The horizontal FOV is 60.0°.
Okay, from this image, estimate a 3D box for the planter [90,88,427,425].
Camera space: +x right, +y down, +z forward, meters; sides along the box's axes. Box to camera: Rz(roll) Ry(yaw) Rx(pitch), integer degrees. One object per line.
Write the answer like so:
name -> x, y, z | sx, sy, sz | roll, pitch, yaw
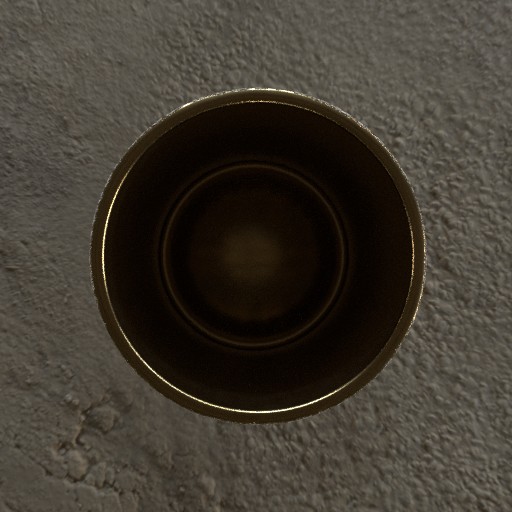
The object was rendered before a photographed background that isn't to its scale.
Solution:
planter -> 0.000, 0.000, 0.435 | 0.254, 0.221, 0.254 | 0, 90, -1
